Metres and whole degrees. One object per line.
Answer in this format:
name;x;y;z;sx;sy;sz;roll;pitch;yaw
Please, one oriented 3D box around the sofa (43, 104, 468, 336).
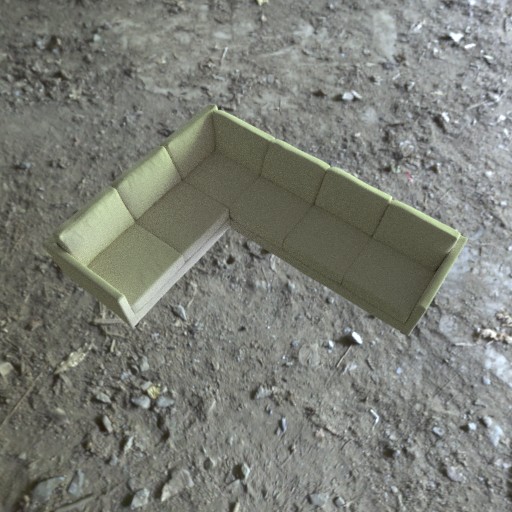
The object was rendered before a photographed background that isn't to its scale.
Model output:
sofa;0.000;0.000;4.342;3.182;0.863;2.432;32;63;18
